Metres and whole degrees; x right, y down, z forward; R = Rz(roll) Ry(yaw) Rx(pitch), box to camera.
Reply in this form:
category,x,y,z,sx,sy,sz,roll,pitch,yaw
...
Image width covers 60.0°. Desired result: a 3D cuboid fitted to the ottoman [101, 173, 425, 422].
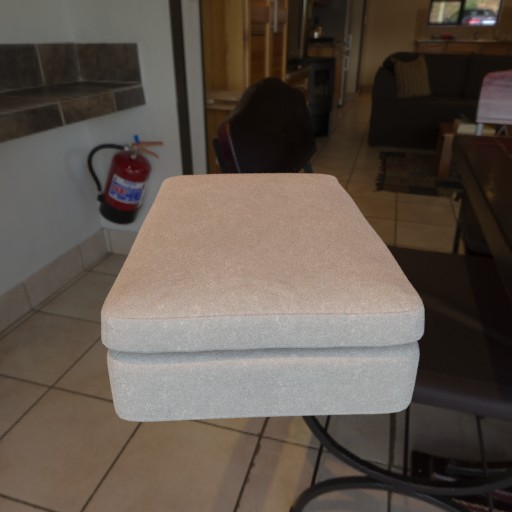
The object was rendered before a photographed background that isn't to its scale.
category,x,y,z,sx,sy,sz,roll,pitch,yaw
ottoman,0.000,0.000,1.649,0.840,0.429,1.199,-1,26,-2
